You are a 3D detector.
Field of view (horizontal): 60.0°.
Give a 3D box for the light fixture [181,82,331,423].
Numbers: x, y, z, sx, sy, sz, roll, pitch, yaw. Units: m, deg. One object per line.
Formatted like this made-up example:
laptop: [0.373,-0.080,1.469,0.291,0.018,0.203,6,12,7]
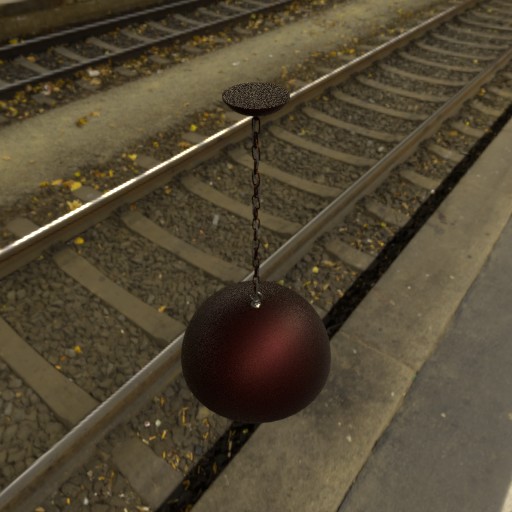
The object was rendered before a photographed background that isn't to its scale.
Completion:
light fixture: [0.000,0.000,1.186,0.492,0.869,0.492,11,42,13]
